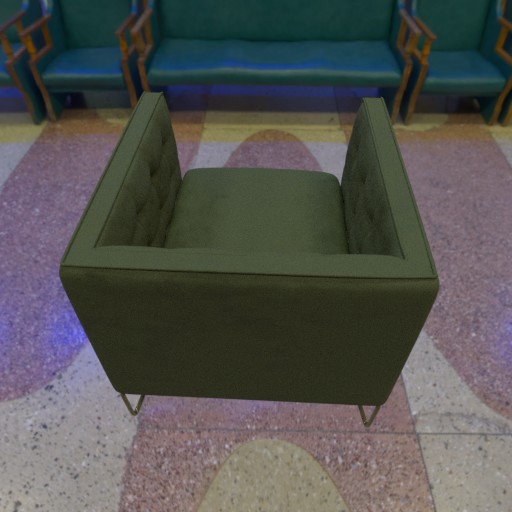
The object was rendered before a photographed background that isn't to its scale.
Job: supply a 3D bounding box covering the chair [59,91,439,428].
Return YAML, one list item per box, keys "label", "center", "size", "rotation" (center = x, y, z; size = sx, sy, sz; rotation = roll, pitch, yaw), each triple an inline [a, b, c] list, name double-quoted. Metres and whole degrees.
- label: "chair"
  center: [0.000, 0.000, 1.546]
  size: [0.880, 0.790, 0.894]
  rotation: [2, 46, 2]
